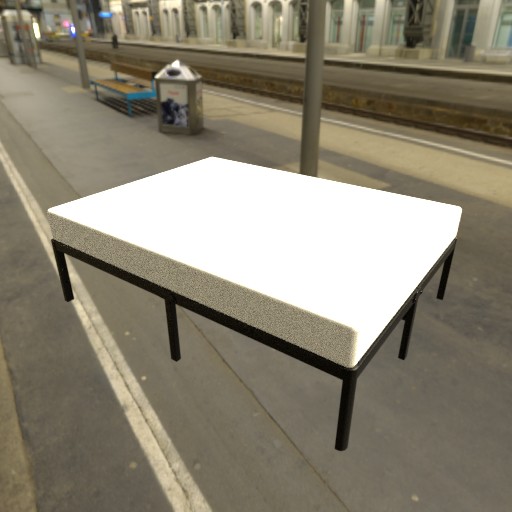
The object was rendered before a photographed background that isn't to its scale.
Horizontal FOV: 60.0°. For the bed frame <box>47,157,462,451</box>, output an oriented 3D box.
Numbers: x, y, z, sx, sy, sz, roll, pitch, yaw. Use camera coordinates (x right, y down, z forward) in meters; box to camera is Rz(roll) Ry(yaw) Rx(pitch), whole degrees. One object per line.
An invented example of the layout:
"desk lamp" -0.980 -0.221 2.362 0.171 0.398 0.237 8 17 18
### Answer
"bed frame" 0.000 0.000 2.852 2.072 0.659 1.557 18 32 31
